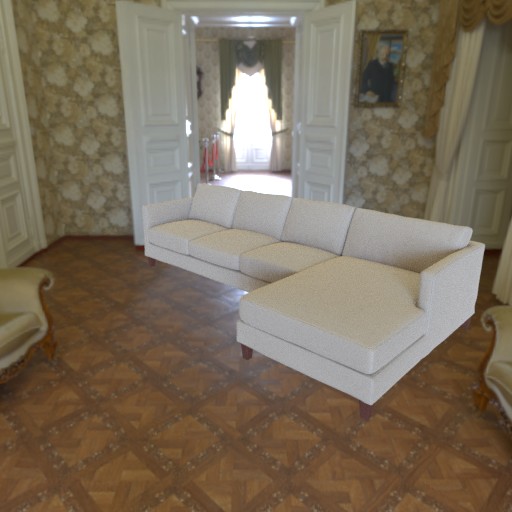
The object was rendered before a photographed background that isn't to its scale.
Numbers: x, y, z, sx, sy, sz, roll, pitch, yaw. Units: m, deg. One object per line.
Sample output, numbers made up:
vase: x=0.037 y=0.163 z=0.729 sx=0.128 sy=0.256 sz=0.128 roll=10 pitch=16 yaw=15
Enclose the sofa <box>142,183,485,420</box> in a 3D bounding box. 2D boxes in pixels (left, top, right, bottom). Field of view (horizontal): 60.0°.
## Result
sofa: x=0.000 y=0.000 z=3.841 sx=3.186 sy=0.861 sz=1.625 roll=16 pitch=23 yaw=41
